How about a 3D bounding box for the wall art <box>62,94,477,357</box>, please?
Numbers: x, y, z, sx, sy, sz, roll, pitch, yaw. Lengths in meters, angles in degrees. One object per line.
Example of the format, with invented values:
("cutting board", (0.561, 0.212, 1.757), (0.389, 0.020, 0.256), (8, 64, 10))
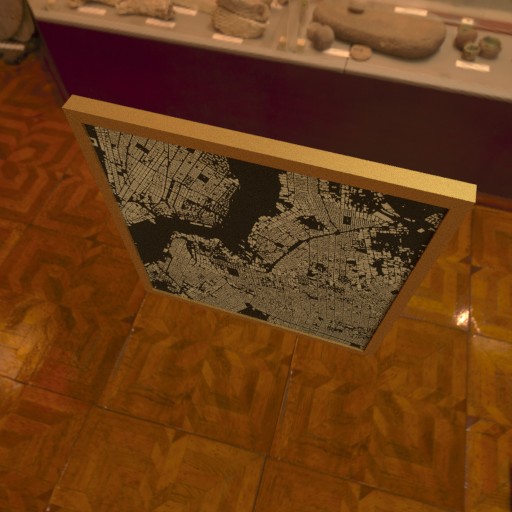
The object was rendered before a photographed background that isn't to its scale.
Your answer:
("wall art", (0.000, 0.000, 2.822), (1.926, 1.926, 0.099), (15, 59, 9))
